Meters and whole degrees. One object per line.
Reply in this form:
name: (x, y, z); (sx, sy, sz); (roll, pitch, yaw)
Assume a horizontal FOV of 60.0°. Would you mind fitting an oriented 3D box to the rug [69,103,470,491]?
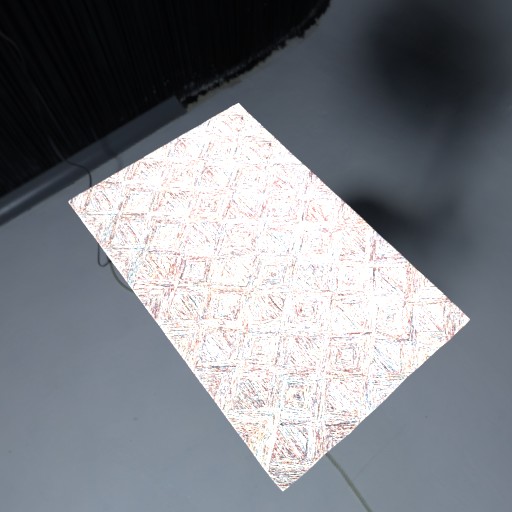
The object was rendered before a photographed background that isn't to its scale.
rug: (0.000, 0.000, 2.198); (1.143, 0.014, 1.761); (-36, 68, -17)
